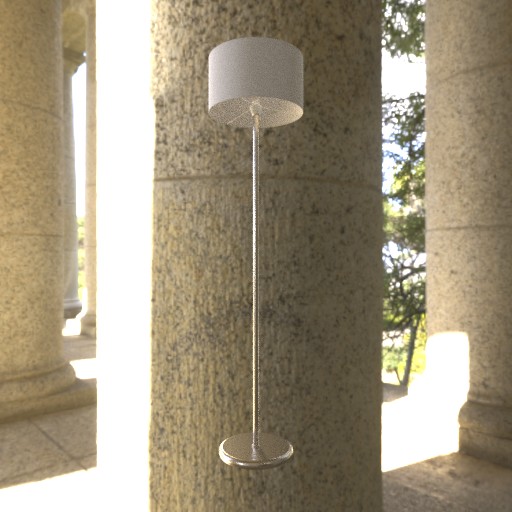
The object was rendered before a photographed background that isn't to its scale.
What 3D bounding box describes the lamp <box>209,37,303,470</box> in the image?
[{"bbox_3d":[0.000,0.000,1.629,0.347,1.443,0.347,0,-1,18],"label":"lamp"}]
